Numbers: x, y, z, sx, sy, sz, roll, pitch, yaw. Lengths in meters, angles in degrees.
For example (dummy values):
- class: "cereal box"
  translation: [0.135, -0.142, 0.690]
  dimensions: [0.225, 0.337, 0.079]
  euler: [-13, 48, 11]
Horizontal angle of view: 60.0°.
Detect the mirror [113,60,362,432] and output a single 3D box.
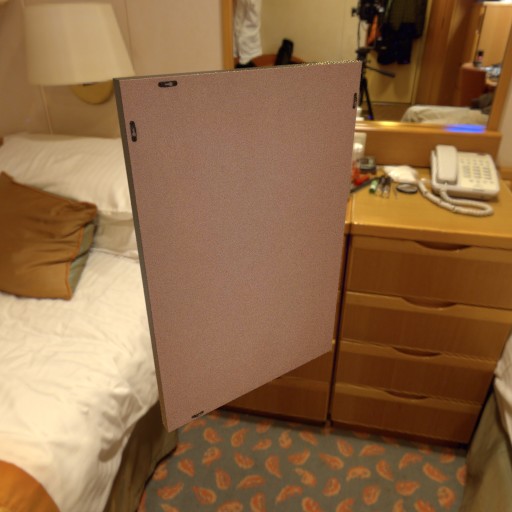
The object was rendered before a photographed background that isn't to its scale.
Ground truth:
- class: "mirror"
  translation: [0.000, 0.000, 1.168]
  dimensions: [0.609, 0.915, 0.040]
  euler: [-18, 34, -30]
